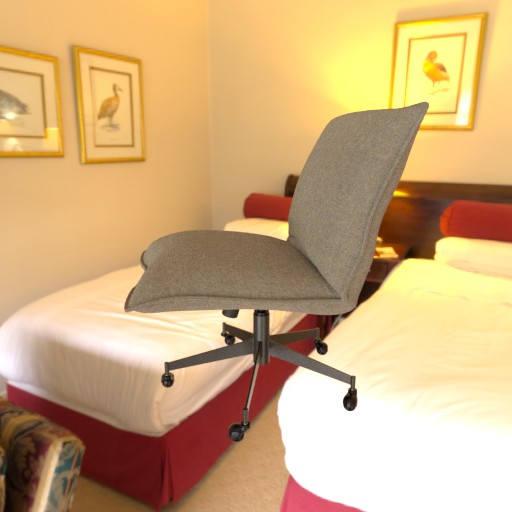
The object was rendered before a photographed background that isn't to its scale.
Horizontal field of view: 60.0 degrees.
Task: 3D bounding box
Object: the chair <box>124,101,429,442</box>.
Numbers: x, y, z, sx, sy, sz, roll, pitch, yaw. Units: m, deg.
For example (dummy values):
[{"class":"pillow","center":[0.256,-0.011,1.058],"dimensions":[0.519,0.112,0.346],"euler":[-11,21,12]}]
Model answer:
[{"class":"chair","center":[0.000,0.000,1.285],"dimensions":[0.696,0.811,0.597],"euler":[-2,15,-8]}]
